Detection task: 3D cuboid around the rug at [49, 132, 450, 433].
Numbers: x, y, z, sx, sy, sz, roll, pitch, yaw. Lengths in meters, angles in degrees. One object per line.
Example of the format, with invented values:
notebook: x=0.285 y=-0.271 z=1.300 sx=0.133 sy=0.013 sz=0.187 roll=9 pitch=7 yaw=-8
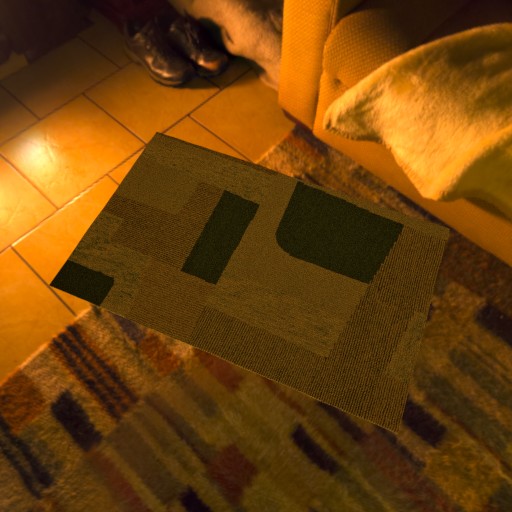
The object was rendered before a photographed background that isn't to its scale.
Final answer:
rug: x=0.000 y=0.000 z=3.134 sx=2.436 sy=0.015 sz=1.521 roll=20 pitch=64 yaw=11
